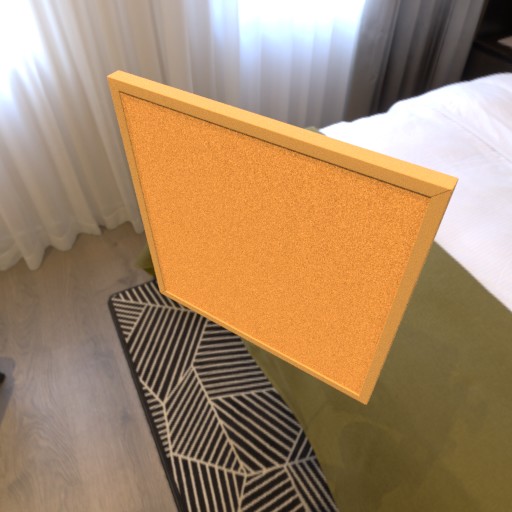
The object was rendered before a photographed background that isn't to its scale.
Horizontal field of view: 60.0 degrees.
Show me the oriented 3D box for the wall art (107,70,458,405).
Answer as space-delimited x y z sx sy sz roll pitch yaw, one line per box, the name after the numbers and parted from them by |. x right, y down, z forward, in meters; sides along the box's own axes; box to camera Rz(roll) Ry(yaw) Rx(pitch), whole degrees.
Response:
0.000 0.000 1.128 0.761 0.761 0.037 25 51 22 | wall art
